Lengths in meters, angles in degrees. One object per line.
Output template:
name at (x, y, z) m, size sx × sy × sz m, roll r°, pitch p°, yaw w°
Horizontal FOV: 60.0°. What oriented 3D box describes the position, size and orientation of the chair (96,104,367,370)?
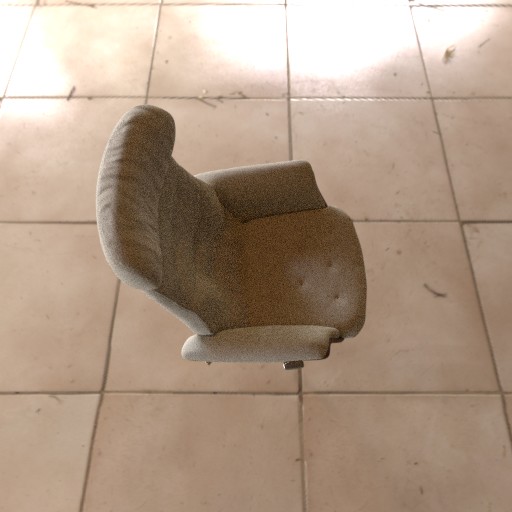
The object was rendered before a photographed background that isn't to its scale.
chair at (0.000, 0.000, 1.568) m, size 0.837 × 0.995 × 0.785 m, roll -1°, pitch 64°, yaw 0°
